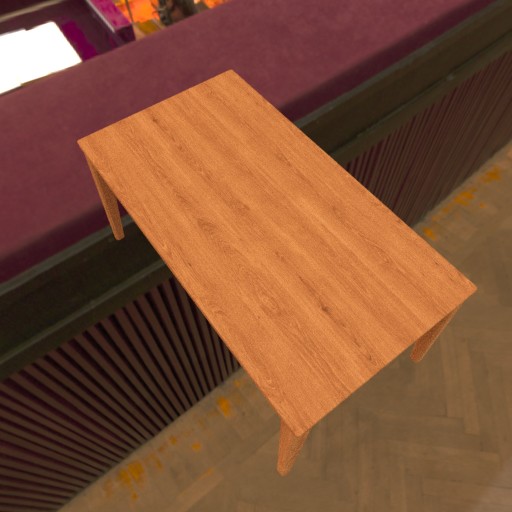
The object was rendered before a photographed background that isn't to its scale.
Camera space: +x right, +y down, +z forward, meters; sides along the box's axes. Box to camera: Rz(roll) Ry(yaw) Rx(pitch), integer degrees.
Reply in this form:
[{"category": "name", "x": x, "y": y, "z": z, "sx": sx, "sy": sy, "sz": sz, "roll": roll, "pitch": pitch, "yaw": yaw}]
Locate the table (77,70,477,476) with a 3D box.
[{"category": "table", "x": 0.000, "y": 0.000, "z": 2.100, "sx": 0.900, "sy": 0.760, "sz": 1.600, "roll": -32, "pitch": 64, "yaw": -18}]
